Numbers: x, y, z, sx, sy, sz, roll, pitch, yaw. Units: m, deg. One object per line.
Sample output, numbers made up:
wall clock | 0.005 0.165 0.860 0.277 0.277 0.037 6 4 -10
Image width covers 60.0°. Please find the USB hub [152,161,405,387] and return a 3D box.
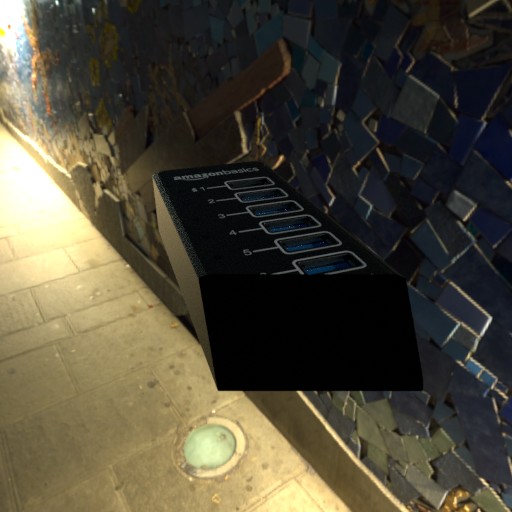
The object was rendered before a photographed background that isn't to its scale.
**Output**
USB hub | 0.000 0.000 0.131 0.044 0.023 0.110 -10 31 -17
